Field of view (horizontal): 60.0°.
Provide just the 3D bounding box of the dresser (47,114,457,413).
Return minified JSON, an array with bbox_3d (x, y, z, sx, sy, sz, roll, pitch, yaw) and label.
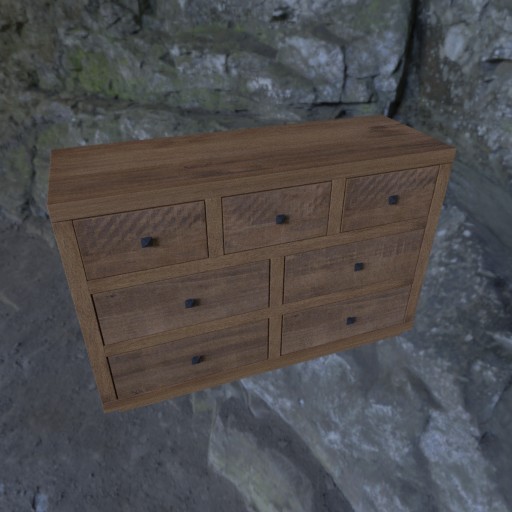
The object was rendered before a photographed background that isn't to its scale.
[{"bbox_3d":[0.000,0.000,1.670,1.261,0.825,0.479,-11,34,-17],"label":"dresser"}]
